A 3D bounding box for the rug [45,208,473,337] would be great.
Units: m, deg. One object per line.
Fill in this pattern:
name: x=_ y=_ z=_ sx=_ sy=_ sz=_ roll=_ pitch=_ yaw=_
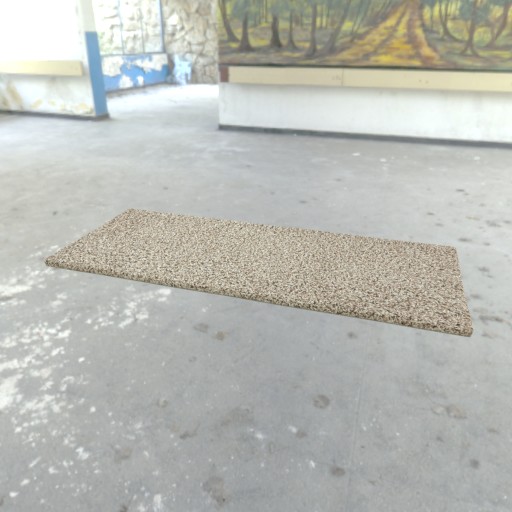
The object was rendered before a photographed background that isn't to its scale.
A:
rug: x=0.000 y=0.000 z=1.758 sx=1.524 sy=0.030 sz=0.609 roll=8 pitch=27 yaw=16
